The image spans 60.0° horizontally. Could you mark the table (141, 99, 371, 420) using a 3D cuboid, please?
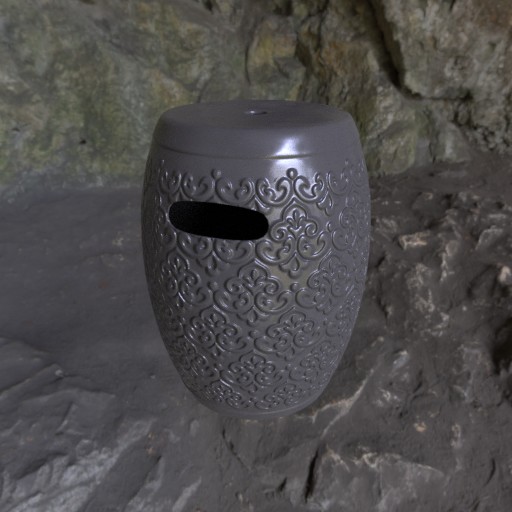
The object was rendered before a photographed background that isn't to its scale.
[{"bbox_3d":[0.000,0.000,0.630,0.309,0.397,0.309,0,27,0],"label":"table"}]
